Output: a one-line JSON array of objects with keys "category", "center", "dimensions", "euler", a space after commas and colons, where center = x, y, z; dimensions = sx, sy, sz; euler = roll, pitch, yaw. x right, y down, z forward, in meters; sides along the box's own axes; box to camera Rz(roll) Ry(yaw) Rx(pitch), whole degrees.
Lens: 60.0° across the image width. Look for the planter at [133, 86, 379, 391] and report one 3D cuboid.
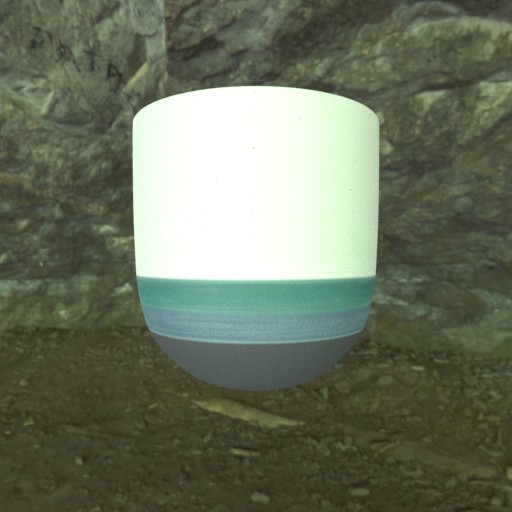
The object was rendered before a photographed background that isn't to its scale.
[{"category": "planter", "center": [0.000, 0.000, 0.380], "dimensions": [0.204, 0.214, 0.204], "euler": [0, 0, 0]}]
